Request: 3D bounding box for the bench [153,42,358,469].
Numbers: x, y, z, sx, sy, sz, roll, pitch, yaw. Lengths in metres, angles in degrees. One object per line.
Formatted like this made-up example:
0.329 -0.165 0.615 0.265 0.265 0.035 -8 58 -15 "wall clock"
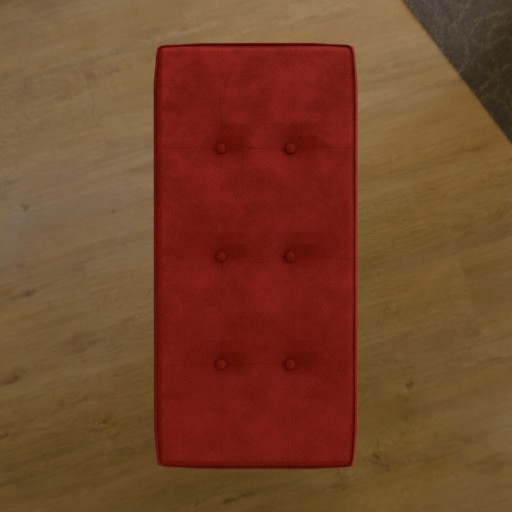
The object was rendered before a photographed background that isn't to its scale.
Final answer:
0.000 0.000 1.263 0.492 0.471 1.016 0 90 0 "bench"
